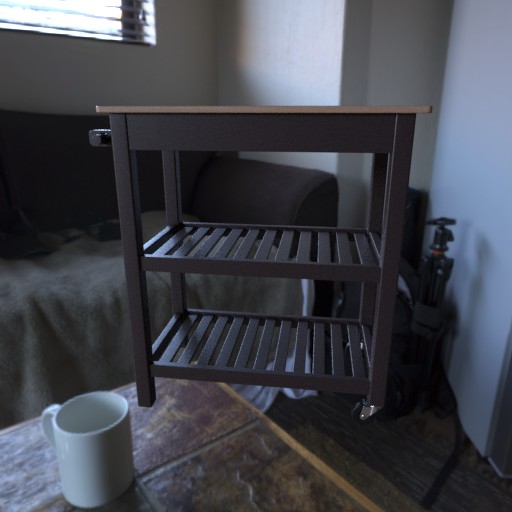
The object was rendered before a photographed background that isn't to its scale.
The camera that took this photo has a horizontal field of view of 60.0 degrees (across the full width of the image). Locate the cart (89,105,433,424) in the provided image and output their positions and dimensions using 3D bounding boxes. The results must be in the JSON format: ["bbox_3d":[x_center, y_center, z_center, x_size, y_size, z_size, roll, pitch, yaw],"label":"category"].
[{"bbox_3d":[0.000,0.000,1.449,0.899,0.927,0.457,3,19,8],"label":"cart"}]
